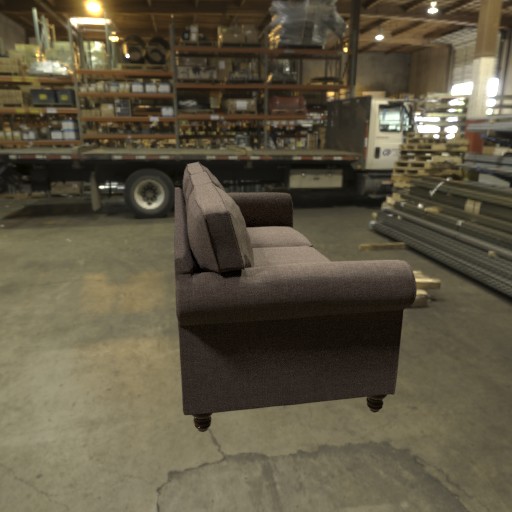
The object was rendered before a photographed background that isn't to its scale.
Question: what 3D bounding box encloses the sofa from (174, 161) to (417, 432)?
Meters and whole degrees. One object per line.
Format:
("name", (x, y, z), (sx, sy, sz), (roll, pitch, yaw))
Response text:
("sofa", (0.000, 0.000, 2.601), (0.916, 0.961, 2.084), (-3, 16, -10))
